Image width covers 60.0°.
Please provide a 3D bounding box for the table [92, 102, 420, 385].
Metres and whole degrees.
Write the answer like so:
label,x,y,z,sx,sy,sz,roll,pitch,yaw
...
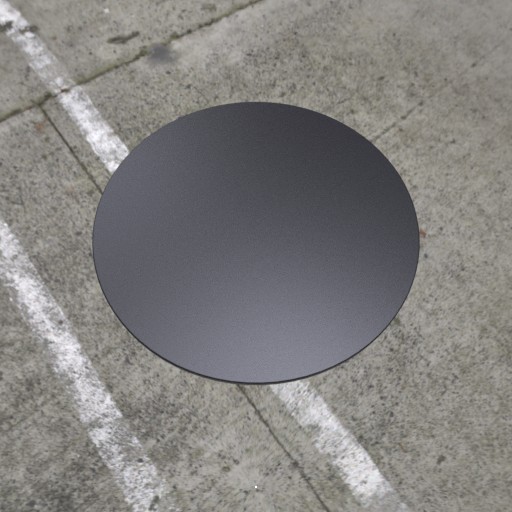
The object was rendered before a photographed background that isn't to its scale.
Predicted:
label,x,y,z,sx,sy,sz,roll,pitch,yaw
table,0.000,0.000,1.455,0.914,0.457,0.914,0,62,0
